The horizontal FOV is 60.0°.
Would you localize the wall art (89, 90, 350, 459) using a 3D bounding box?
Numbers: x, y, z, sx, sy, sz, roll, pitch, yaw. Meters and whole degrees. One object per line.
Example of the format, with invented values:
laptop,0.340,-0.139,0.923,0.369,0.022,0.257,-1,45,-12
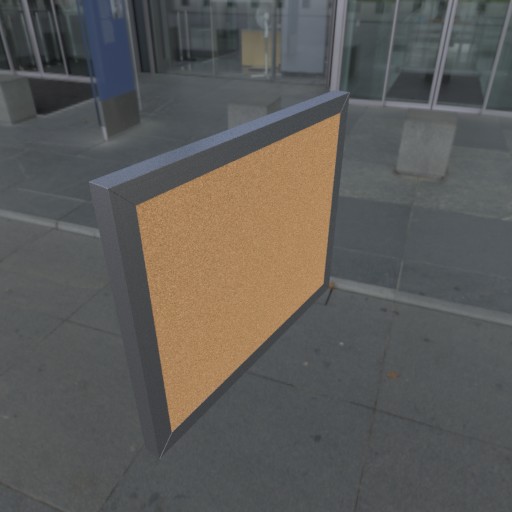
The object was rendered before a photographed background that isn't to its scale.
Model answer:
wall art,0.000,0.000,0.771,0.032,0.456,0.557,21,38,30
